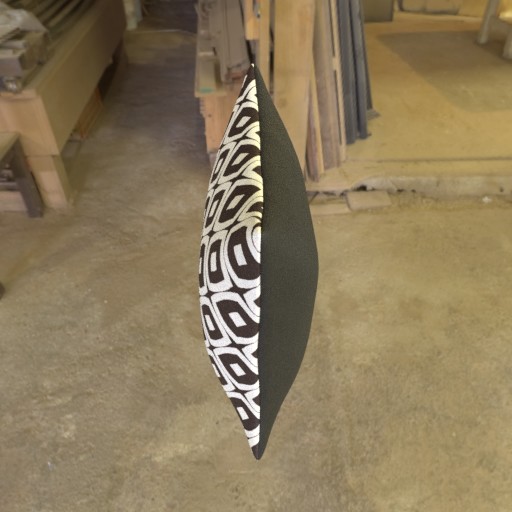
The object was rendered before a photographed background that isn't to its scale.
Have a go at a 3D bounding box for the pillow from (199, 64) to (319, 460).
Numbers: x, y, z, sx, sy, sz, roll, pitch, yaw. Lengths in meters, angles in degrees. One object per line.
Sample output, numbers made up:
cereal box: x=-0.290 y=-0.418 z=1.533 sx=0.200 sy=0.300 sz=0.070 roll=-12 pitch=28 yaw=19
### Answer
pillow: x=0.000 y=0.000 z=0.776 sx=0.188 sy=0.494 sz=0.504 roll=-1 pitch=41 yaw=-1
